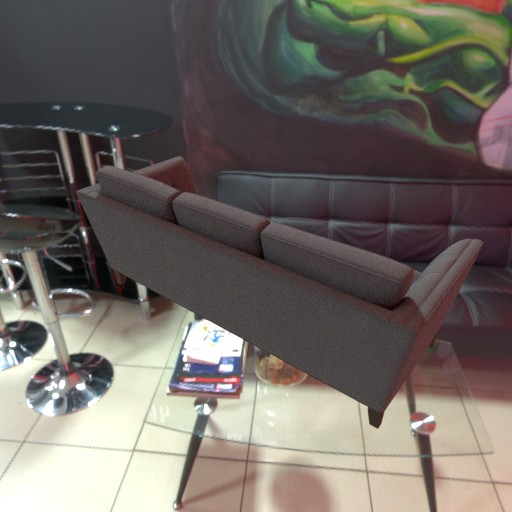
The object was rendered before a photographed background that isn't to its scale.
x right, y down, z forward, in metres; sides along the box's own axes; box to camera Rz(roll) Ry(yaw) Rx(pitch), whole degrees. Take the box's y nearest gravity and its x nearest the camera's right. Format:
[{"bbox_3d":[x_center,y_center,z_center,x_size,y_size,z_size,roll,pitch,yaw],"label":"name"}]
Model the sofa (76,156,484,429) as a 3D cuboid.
[{"bbox_3d":[0.000,0.000,2.861,2.387,0.940,0.965,22,37,32],"label":"sofa"}]
